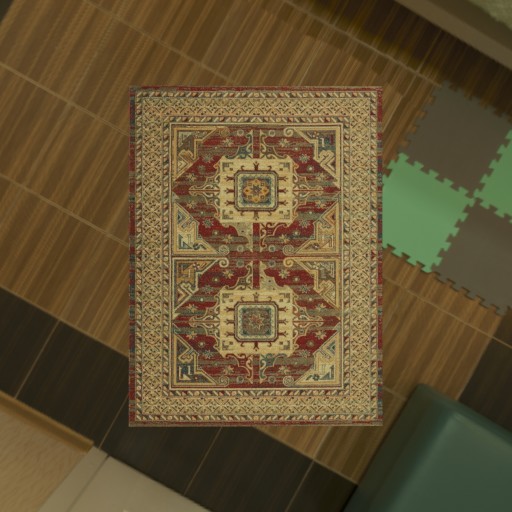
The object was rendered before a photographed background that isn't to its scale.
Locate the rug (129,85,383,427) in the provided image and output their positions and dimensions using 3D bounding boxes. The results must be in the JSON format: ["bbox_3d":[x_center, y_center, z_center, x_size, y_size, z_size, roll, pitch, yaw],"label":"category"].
[{"bbox_3d":[0.000,0.000,4.164,2.381,0.013,3.197,0,90,-1],"label":"rug"}]
